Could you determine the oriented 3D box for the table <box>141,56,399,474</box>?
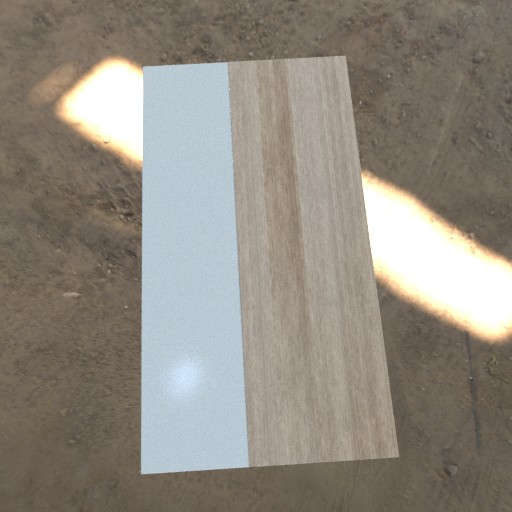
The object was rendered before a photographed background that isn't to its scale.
[{"bbox_3d":[0.000,0.000,1.337,0.600,0.350,1.100,-3,75,-1],"label":"table"}]
